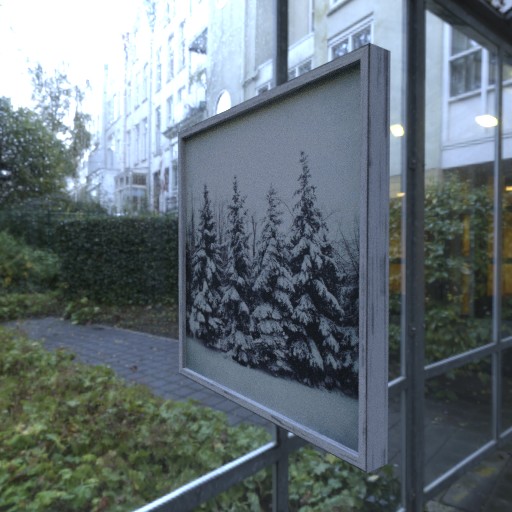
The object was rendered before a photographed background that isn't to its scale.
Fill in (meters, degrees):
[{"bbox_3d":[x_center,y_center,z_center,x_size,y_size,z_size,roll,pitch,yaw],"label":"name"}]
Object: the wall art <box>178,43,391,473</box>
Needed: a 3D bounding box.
[{"bbox_3d":[0.000,0.000,0.736,0.038,0.506,0.506,-1,2,-36],"label":"wall art"}]
